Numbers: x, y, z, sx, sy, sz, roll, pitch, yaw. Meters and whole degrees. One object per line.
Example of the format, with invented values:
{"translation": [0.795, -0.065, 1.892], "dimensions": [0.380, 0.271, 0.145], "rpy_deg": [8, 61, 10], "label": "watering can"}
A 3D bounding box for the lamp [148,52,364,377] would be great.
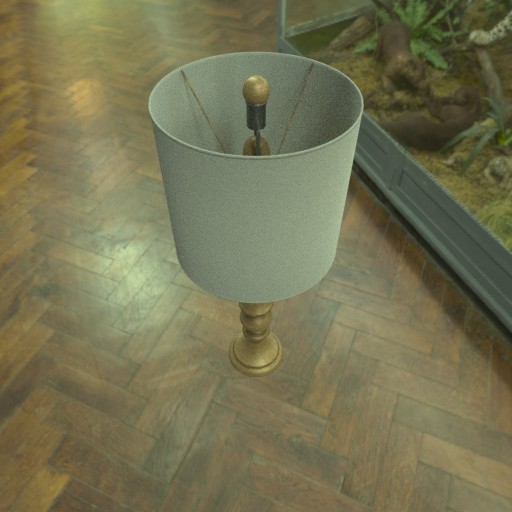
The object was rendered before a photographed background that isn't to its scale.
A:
{"translation": [0.000, 0.000, 0.724], "dimensions": [0.250, 0.597, 0.250], "rpy_deg": [30, 54, 25], "label": "lamp"}
